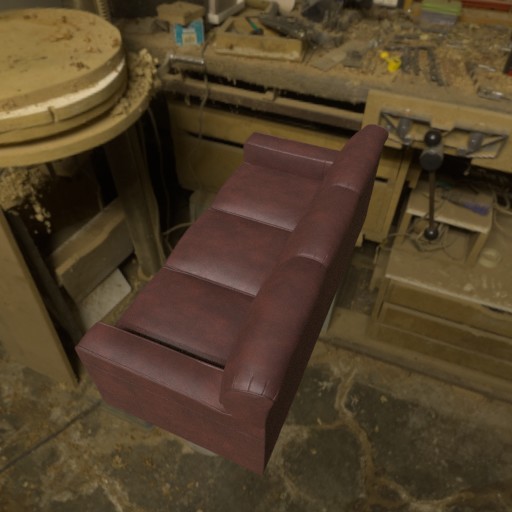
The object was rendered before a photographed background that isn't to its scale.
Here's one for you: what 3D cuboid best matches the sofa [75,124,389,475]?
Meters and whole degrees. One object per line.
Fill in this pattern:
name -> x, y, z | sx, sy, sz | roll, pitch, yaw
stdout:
sofa -> 0.000, 0.000, 2.621 | 1.008, 0.953, 2.039 | 18, 49, 16
